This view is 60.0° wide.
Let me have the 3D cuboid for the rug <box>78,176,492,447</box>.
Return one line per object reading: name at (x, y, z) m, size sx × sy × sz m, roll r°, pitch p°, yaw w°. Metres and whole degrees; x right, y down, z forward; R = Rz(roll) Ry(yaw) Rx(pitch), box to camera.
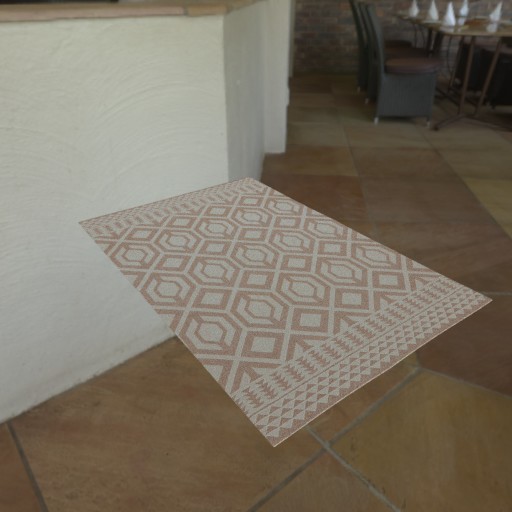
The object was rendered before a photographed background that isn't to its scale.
rug at (0.000, 0.000, 2.257) m, size 1.219 × 0.008 × 1.829 m, roll -21°, pitch 37°, yaw -31°
